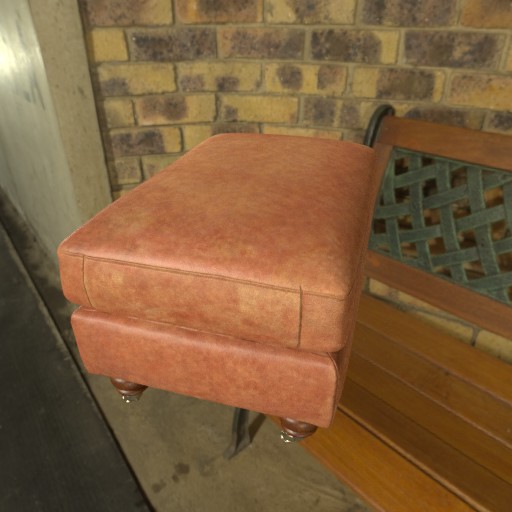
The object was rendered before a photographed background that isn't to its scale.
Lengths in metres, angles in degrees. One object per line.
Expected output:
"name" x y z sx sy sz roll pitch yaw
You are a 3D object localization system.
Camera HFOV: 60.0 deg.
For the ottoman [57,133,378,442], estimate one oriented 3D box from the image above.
"ottoman" 0.000 0.000 1.169 0.565 0.507 0.852 8 31 14
